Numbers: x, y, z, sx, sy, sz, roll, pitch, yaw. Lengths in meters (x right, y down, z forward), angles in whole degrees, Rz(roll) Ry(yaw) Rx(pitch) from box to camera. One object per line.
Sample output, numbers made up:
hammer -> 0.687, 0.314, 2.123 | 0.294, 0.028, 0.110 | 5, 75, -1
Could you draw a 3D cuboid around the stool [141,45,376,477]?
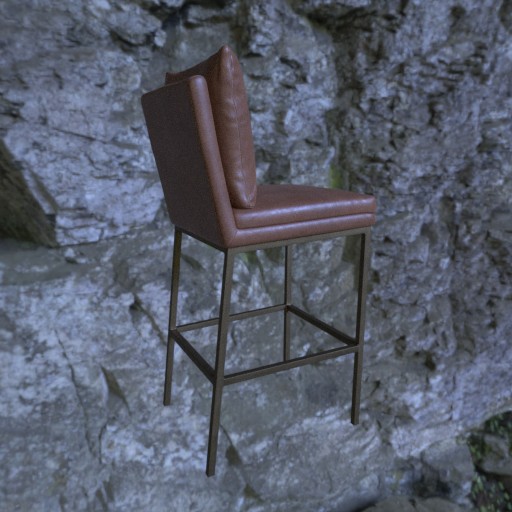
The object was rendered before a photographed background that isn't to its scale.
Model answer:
stool -> 0.000, 0.000, 1.409 | 0.571, 1.124, 0.463 | -7, 16, -28
